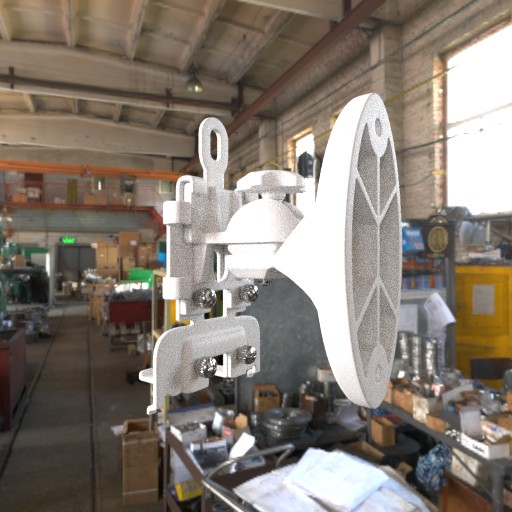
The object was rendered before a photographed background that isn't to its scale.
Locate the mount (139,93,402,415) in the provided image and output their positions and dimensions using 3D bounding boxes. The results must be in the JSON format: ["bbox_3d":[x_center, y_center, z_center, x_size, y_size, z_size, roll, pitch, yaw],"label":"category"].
[{"bbox_3d":[0.000,0.000,0.177,0.100,0.118,0.066,0,0,36],"label":"mount"}]
